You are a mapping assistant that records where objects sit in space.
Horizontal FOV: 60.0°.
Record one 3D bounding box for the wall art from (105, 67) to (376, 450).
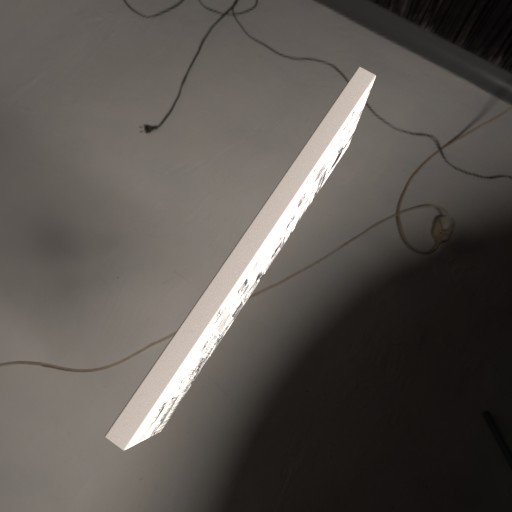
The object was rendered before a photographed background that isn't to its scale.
[{"bbox_3d":[0.000,0.000,0.857,0.038,0.255,0.763,32,77,9],"label":"wall art"}]
